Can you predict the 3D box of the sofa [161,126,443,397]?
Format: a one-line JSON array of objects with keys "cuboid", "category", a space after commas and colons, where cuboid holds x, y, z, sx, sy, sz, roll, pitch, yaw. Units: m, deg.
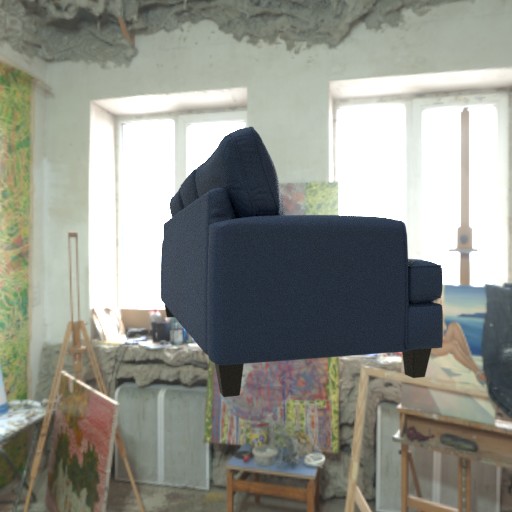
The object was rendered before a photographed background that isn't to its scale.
[{"cuboid": [0.000, 0.000, 2.634, 0.951, 0.965, 2.158, 0, 0, -17], "category": "sofa"}]
